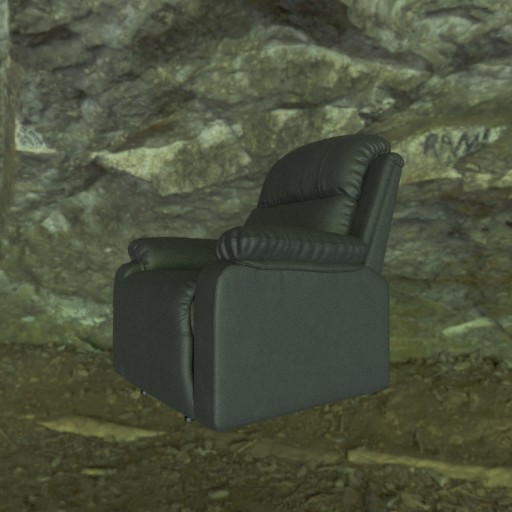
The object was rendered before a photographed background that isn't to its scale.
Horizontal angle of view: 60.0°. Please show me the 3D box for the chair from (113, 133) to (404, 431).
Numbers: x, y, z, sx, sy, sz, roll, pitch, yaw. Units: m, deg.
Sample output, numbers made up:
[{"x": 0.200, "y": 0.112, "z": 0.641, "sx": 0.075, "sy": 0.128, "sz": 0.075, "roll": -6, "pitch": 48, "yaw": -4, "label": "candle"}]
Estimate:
[{"x": 0.000, "y": 0.000, "z": 1.682, "sx": 0.919, "sy": 0.992, "sz": 0.855, "roll": 1, "pitch": -1, "yaw": -36, "label": "chair"}]
